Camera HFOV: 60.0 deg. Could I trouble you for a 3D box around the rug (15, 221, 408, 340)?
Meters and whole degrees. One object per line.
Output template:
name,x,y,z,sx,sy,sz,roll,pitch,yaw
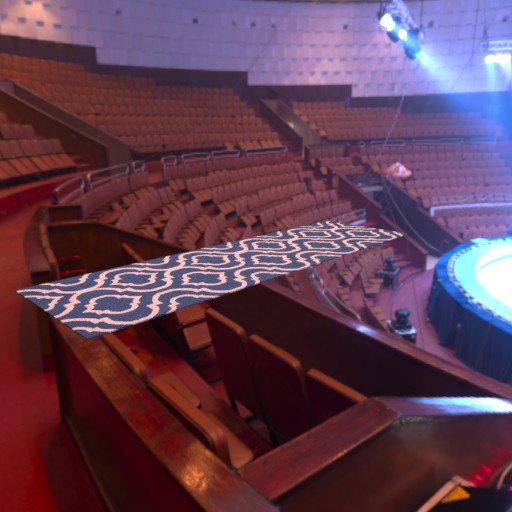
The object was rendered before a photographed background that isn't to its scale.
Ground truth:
rug,0.000,0.000,2.488,0.685,0.006,2.296,14,21,42
